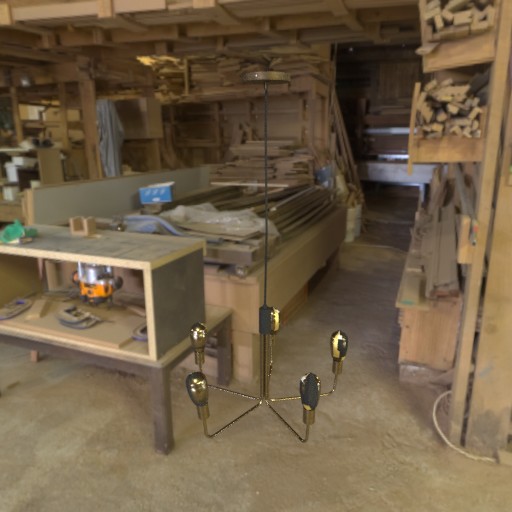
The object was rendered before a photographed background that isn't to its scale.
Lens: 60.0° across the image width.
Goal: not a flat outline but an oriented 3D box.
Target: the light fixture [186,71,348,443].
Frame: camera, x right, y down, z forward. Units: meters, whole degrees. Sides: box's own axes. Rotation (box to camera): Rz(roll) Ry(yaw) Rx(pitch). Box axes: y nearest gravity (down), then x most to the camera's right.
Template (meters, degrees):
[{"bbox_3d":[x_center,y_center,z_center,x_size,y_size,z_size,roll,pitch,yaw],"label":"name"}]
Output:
[{"bbox_3d":[0.000,0.000,1.386,0.532,1.059,0.588,7,17,24],"label":"light fixture"}]
